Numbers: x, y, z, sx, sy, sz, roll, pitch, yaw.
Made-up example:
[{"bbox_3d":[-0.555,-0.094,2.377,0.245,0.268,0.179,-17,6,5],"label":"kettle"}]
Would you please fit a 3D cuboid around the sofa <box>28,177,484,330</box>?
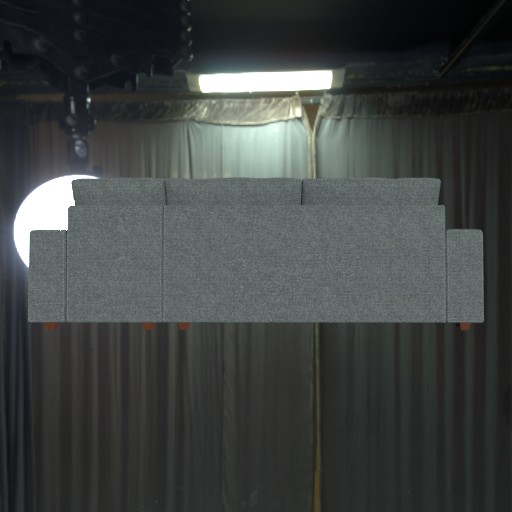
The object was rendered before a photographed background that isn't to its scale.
[{"bbox_3d":[0.000,0.000,3.482,2.718,0.940,1.689,0,-1,0],"label":"sofa"}]
